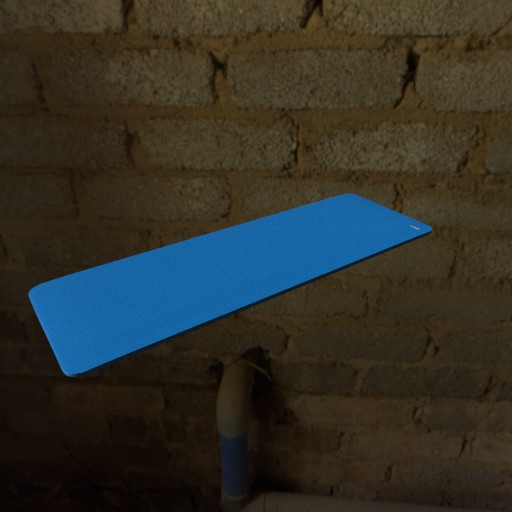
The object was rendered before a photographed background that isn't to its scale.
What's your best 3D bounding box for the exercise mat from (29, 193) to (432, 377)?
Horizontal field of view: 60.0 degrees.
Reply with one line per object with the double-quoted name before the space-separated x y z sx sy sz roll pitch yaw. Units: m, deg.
"exercise mat" 0.000 0.000 2.060 1.869 0.021 0.616 -19 35 -30
